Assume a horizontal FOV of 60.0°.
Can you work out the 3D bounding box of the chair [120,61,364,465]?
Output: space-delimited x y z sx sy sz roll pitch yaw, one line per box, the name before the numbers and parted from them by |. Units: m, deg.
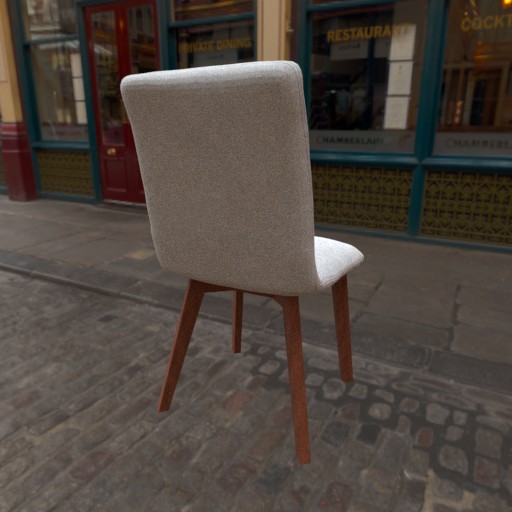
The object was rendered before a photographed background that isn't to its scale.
chair | 0.000 0.000 1.297 0.522 0.974 0.563 8 18 27
